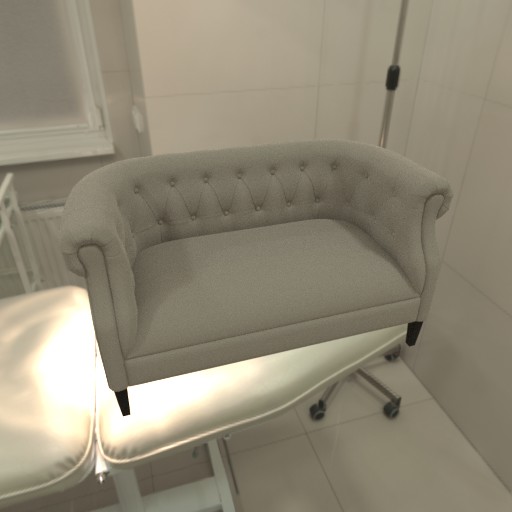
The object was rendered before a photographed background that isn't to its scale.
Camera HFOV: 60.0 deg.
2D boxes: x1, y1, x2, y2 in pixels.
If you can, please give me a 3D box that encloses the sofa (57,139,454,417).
[{"bbox_3d":[0.000,0.000,2.059,1.558,0.827,0.835,-10,33,-15],"label":"sofa"}]
